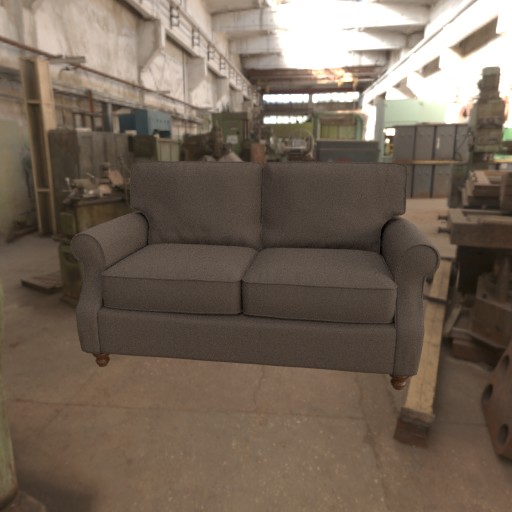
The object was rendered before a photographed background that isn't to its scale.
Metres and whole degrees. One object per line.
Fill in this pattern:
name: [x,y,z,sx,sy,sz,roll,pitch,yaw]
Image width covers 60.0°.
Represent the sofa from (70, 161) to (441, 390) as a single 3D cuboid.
sofa: [0.000,0.000,2.291,1.665,0.937,0.964,2,14,8]
